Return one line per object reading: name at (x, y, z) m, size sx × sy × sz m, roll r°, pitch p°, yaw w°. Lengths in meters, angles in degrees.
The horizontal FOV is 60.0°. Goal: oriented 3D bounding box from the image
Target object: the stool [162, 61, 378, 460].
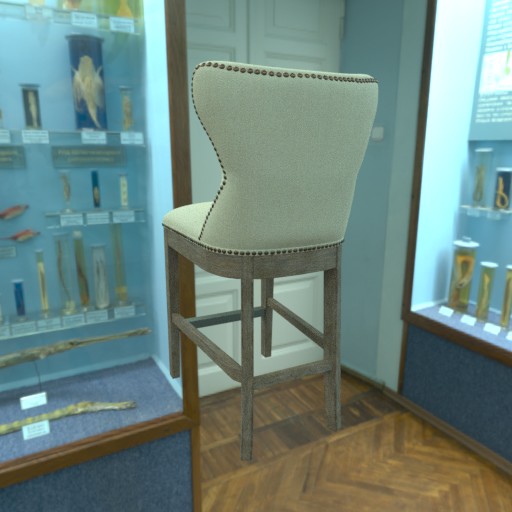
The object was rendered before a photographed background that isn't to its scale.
stool at (0.000, 0.000, 1.321) m, size 0.498 × 0.981 × 0.608 m, roll -7°, pitch 15°, yaw -26°
